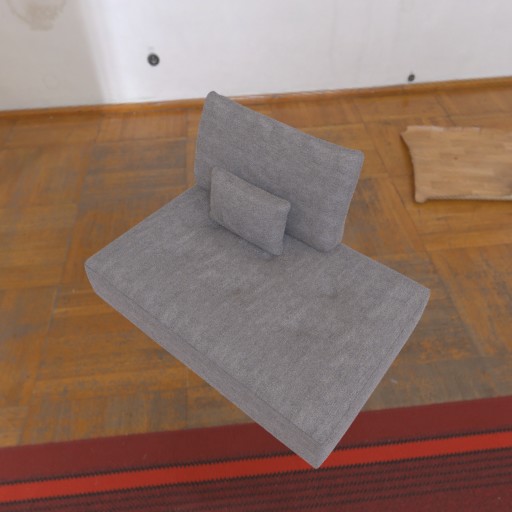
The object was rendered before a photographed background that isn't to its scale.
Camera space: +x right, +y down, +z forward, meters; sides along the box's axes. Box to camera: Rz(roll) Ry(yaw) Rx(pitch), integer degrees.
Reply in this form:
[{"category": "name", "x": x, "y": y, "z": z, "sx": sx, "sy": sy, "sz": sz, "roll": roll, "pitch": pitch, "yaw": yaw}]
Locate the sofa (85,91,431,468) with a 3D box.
[{"category": "sofa", "x": 0.000, "y": 0.000, "z": 2.057, "sx": 1.450, "sy": 0.820, "sz": 1.002, "roll": 31, "pitch": 54, "yaw": 25}]
